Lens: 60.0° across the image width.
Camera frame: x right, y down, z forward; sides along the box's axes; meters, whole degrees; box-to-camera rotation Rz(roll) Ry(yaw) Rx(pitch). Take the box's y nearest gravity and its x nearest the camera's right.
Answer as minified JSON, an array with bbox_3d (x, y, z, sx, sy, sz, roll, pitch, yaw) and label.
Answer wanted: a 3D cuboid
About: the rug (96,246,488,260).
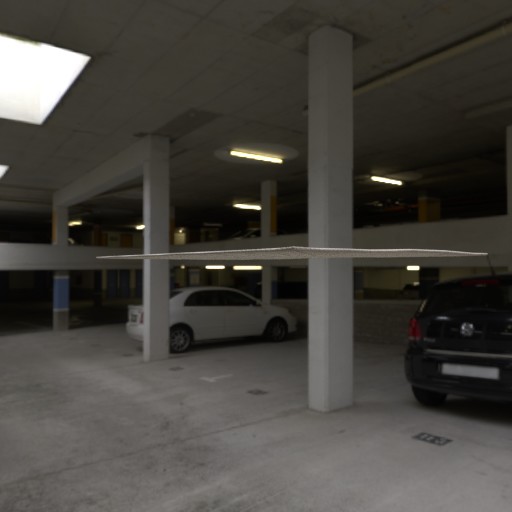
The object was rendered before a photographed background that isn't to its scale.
[{"bbox_3d":[0.000,0.000,1.074,0.511,0.008,0.869,1,-1,-36],"label":"rug"}]
